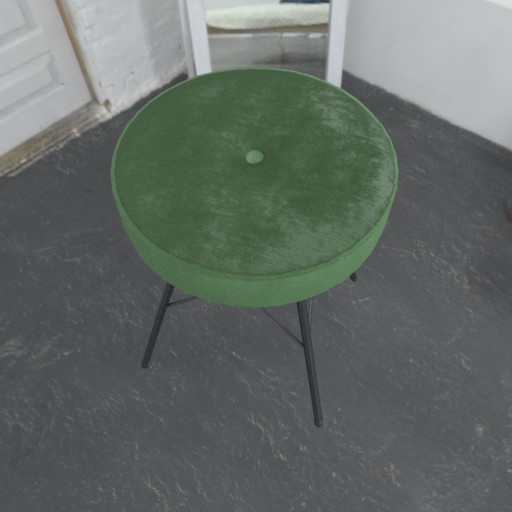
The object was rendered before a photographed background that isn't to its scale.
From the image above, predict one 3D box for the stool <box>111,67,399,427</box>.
[{"bbox_3d":[0.000,0.000,0.898,0.457,0.595,0.430,16,59,10],"label":"stool"}]
